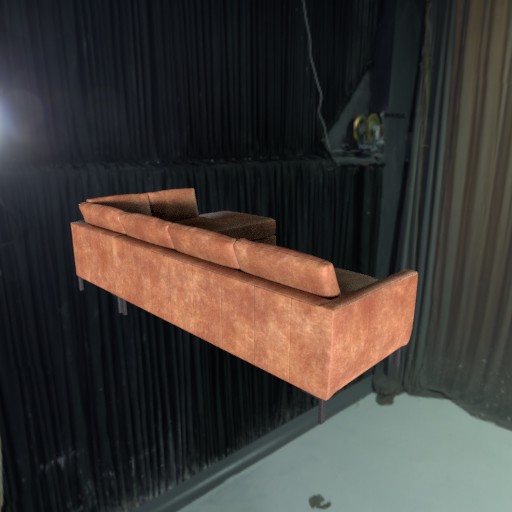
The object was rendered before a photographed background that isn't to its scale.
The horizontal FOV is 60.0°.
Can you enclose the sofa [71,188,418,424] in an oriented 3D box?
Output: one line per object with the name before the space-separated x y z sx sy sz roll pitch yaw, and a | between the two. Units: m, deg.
sofa | 0.000 0.000 3.794 2.984 0.877 1.938 15 21 43
